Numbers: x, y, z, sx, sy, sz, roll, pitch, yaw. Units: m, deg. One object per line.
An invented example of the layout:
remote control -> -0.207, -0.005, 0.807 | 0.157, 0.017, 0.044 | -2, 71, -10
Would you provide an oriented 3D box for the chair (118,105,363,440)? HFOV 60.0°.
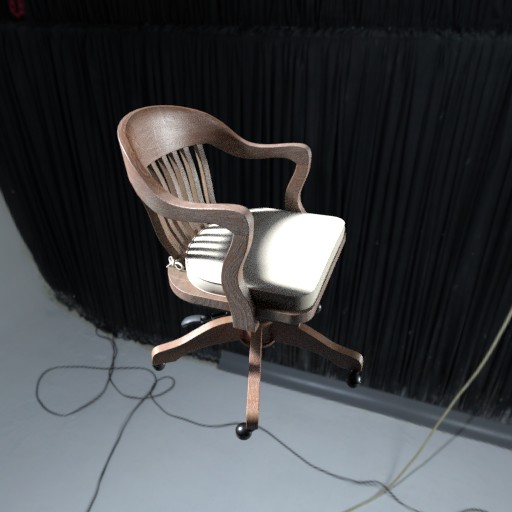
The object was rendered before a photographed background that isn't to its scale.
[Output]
chair -> 0.000, 0.000, 1.459 | 0.788, 0.878, 0.750 | 11, 32, 18
